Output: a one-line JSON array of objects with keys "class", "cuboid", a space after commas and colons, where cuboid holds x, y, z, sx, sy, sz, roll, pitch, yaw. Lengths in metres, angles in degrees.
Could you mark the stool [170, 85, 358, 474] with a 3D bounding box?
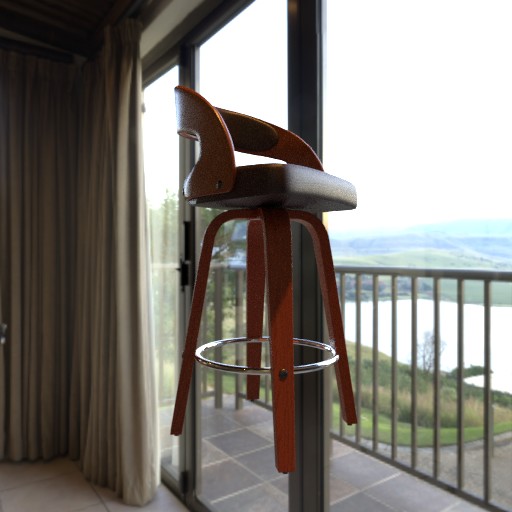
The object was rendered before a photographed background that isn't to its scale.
[{"class": "stool", "cuboid": [0.000, 0.000, 1.212, 0.457, 0.940, 0.457, 0, 1, 36]}]
